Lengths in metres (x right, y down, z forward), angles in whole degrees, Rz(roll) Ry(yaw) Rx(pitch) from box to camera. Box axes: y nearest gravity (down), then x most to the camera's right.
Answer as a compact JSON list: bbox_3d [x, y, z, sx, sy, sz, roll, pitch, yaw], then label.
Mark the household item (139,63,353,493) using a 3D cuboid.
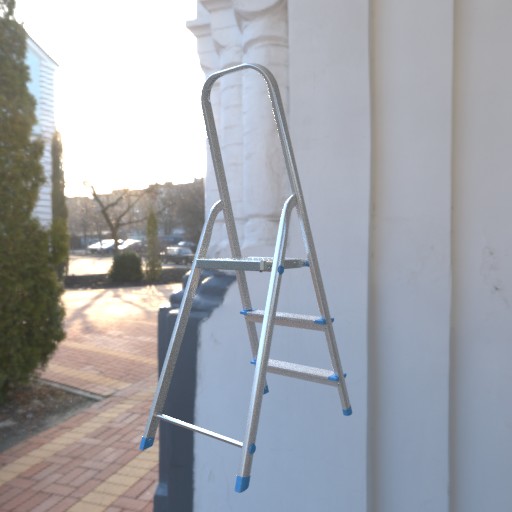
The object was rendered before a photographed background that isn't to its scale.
[{"bbox_3d":[0.000,0.000,1.536,0.420,1.215,0.687,1,2,37],"label":"household item"}]
